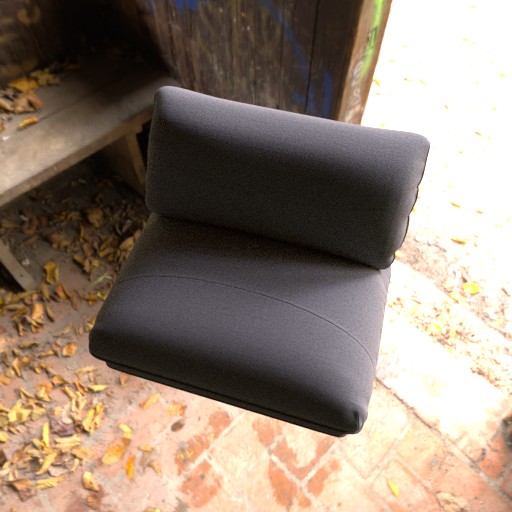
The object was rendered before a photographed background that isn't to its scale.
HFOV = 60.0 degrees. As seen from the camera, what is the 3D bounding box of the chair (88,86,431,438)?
[{"bbox_3d":[0.000,0.000,1.313,0.820,0.580,0.780,14,58,9],"label":"chair"}]
